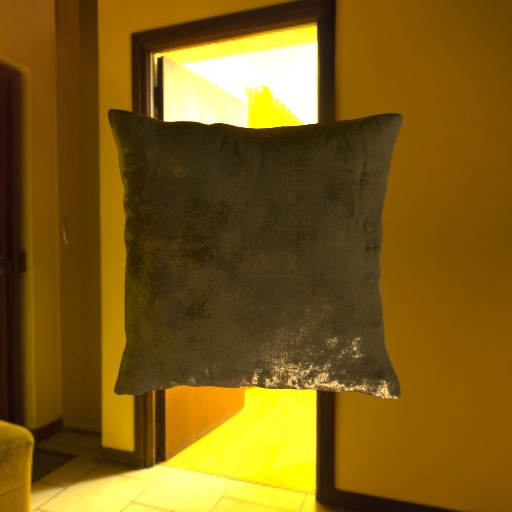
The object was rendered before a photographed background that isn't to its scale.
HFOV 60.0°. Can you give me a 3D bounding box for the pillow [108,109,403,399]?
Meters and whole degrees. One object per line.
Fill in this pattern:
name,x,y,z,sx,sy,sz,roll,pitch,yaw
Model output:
pillow,0.000,0.000,0.714,0.470,0.464,0.175,0,2,0
